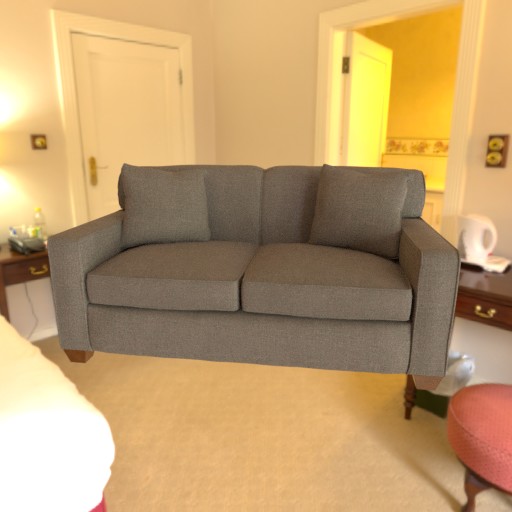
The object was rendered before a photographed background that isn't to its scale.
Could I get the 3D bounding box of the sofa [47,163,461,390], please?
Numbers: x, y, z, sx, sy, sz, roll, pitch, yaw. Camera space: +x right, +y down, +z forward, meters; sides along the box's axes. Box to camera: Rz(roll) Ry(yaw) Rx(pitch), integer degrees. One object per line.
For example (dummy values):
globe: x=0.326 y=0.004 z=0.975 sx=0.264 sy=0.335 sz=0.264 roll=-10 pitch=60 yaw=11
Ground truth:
sofa: x=0.000 y=0.000 z=2.401 sx=1.846 sy=0.958 sz=1.000 roll=2 pitch=16 yaw=8
